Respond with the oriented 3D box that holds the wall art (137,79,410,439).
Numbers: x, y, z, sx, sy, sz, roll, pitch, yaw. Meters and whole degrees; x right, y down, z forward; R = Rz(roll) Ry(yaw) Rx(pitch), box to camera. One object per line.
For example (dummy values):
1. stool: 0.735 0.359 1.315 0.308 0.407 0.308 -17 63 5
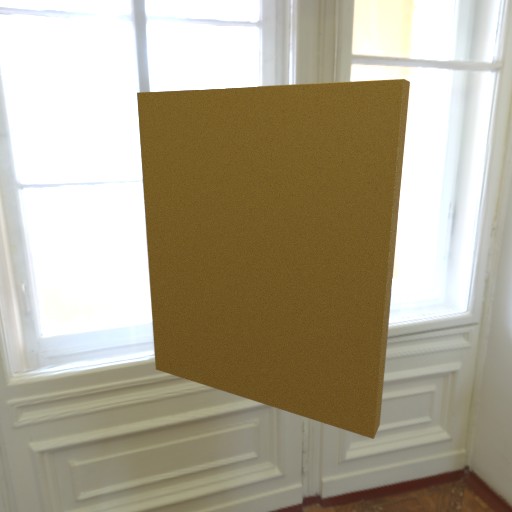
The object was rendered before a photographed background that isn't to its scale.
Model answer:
1. wall art: 0.000 0.000 0.901 0.537 0.642 0.048 8 18 27
